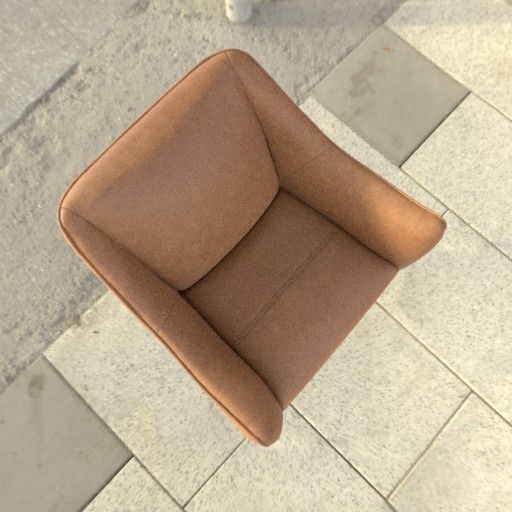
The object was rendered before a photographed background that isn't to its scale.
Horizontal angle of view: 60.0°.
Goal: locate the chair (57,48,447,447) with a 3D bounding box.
[{"bbox_3d":[0.000,0.000,1.516,0.852,0.830,0.871,41,79,10],"label":"chair"}]
